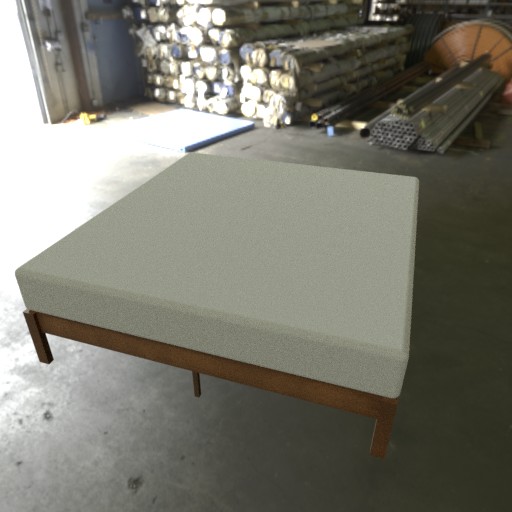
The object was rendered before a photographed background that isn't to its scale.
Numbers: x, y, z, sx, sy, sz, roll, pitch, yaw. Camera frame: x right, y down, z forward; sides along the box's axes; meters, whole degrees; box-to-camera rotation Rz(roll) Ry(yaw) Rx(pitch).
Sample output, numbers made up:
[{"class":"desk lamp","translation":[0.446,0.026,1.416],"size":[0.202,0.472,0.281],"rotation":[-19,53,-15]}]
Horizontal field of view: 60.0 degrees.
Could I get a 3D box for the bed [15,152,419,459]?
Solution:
[{"class":"bed","translation":[0.000,0.000,2.947],"size":[1.930,0.616,2.049],"rotation":[10,32,16]}]
